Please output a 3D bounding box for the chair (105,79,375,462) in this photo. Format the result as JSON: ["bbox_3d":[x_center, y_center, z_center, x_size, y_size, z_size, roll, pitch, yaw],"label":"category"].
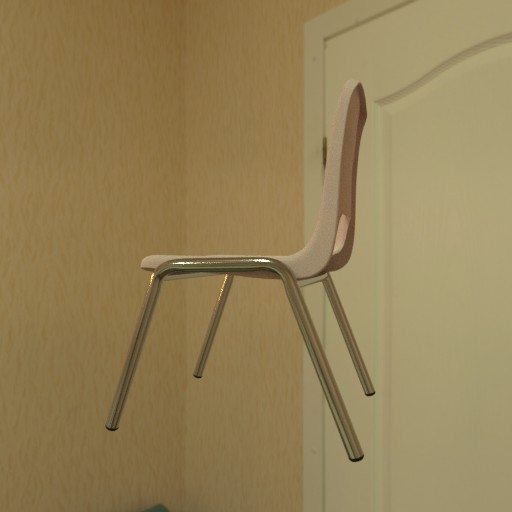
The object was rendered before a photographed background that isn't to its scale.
[{"bbox_3d":[0.000,0.000,0.841,0.423,0.586,0.354,0,0,18],"label":"chair"}]
